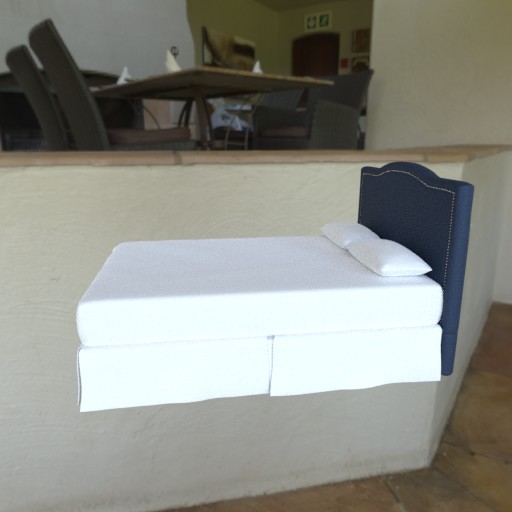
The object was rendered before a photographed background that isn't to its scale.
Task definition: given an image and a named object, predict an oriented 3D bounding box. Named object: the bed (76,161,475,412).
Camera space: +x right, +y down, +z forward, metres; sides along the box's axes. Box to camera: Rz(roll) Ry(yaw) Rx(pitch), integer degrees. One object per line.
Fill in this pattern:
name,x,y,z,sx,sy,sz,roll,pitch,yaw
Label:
bed,0.000,0.000,3.508,2.507,1.441,1.741,-2,15,-8
